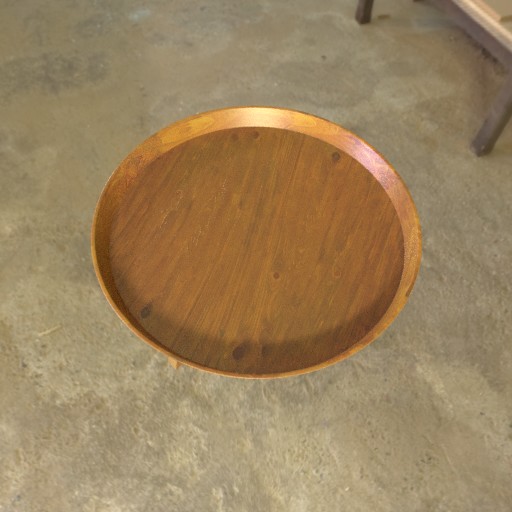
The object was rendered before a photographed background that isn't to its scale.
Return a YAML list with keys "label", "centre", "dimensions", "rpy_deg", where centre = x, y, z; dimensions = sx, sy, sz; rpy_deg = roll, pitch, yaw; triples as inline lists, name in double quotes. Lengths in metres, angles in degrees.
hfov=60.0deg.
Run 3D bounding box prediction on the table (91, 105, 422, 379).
- label: "table"
  centre: [0.000, 0.000, 1.554]
  dimensions: [1.016, 0.470, 1.016]
  rpy_deg: [0, 57, 0]
